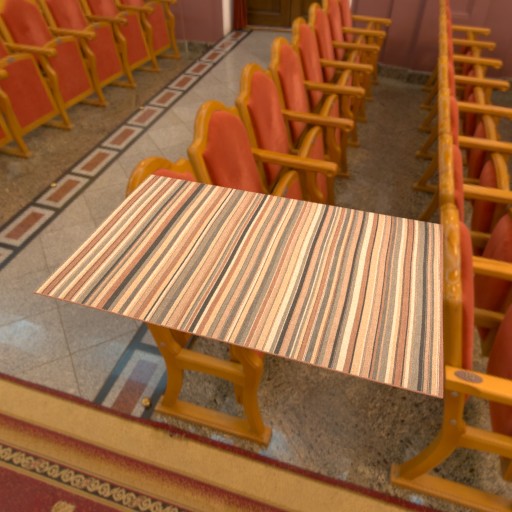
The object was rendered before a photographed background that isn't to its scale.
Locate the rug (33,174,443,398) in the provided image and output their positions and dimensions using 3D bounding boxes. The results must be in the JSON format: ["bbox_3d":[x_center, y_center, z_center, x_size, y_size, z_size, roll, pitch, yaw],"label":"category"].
[{"bbox_3d":[0.000,0.000,3.034,2.438,0.014,1.523,12,42,13],"label":"rug"}]
